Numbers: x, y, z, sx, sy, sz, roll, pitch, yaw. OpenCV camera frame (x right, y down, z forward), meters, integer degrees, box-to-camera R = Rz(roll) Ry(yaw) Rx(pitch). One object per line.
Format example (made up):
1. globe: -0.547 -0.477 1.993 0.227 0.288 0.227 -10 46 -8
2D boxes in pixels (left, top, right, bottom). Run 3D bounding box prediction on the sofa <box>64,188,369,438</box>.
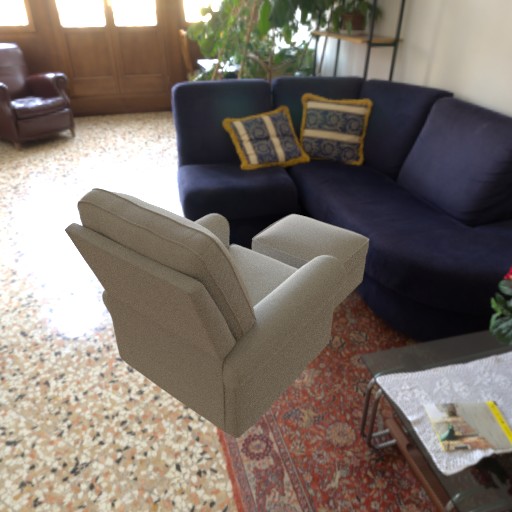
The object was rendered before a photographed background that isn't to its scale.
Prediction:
1. sofa: 0.000 0.000 2.152 0.880 0.959 1.478 22 38 32
